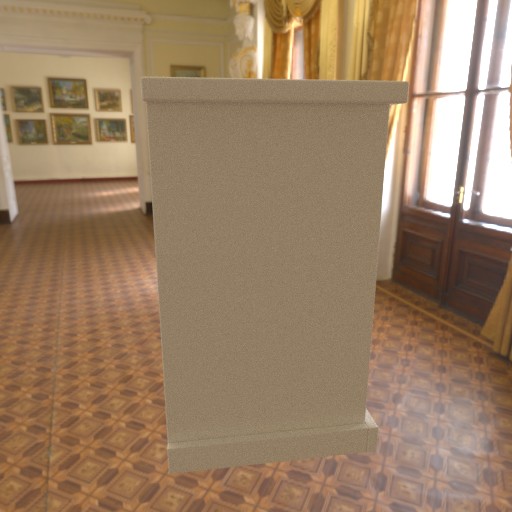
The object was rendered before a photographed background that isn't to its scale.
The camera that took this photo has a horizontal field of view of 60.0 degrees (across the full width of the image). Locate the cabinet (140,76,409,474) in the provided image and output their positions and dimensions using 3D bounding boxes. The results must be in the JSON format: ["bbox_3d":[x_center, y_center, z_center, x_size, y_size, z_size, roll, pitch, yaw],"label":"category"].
[{"bbox_3d":[0.000,0.000,1.039,0.431,0.723,0.520,-2,16,-8],"label":"cabinet"}]
